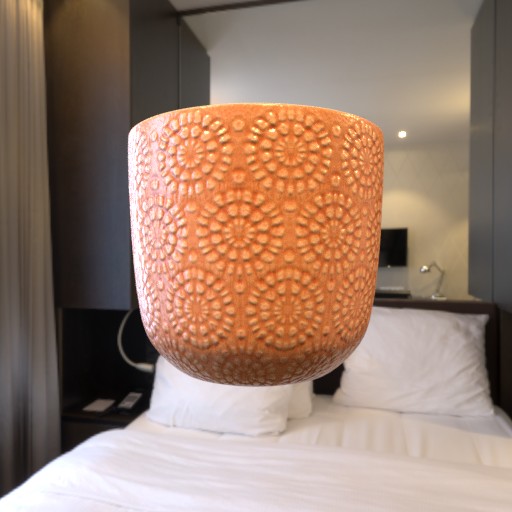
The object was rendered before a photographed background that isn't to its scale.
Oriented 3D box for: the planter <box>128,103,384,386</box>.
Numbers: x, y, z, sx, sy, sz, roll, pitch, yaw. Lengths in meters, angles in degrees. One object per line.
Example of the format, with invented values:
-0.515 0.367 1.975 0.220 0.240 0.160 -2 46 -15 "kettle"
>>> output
0.000 0.000 0.375 0.208 0.190 0.208 0 0 0 "planter"
